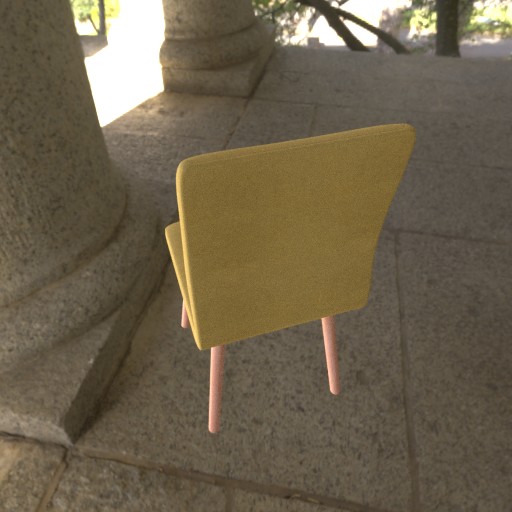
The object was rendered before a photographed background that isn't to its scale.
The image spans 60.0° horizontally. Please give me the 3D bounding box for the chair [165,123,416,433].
[{"bbox_3d":[0.000,0.000,1.259,0.450,0.965,0.550,-13,44,-13],"label":"chair"}]
